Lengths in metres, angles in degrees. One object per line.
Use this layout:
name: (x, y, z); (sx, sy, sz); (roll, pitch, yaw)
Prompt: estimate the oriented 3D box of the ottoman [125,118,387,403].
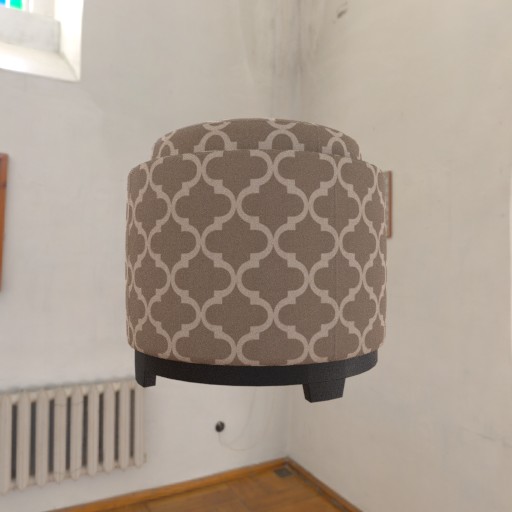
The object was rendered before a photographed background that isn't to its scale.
ottoman: (0.000, 0.000, 0.847); (0.480, 0.429, 0.480); (0, -1, 0)
